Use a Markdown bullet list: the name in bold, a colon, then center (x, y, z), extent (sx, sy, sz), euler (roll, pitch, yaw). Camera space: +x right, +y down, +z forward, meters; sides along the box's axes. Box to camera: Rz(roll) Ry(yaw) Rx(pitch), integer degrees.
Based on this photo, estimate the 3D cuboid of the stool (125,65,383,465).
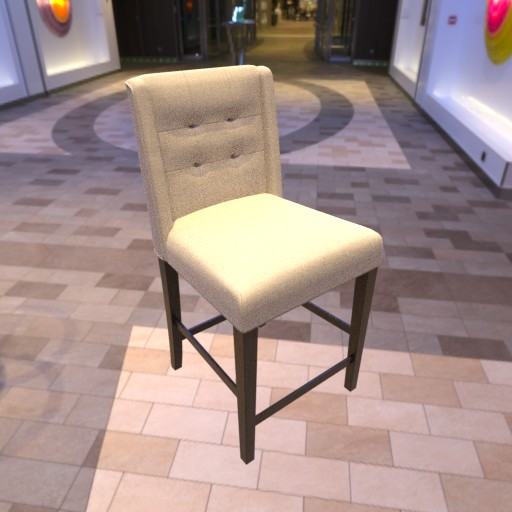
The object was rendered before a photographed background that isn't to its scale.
- **stool**: center (0.000, 0.000, 1.256), extent (0.474, 0.939, 0.509), euler (-21, 36, -33)
